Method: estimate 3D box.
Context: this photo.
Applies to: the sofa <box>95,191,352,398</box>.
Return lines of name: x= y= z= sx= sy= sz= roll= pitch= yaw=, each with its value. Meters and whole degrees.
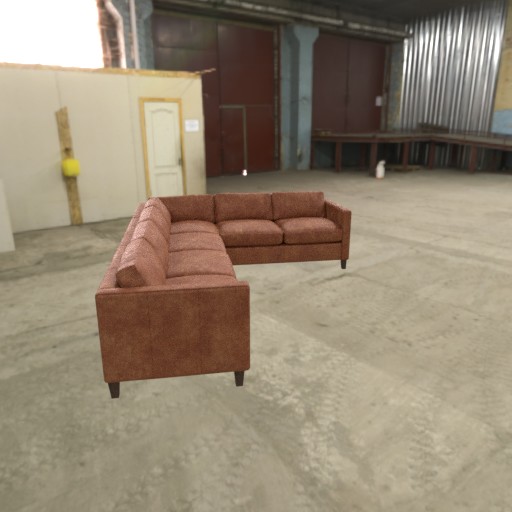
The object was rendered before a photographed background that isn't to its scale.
sofa: x=0.000 y=0.000 z=4.281 sx=2.438 sy=0.838 sz=3.167 roll=-3 pitch=17 yaw=-9
